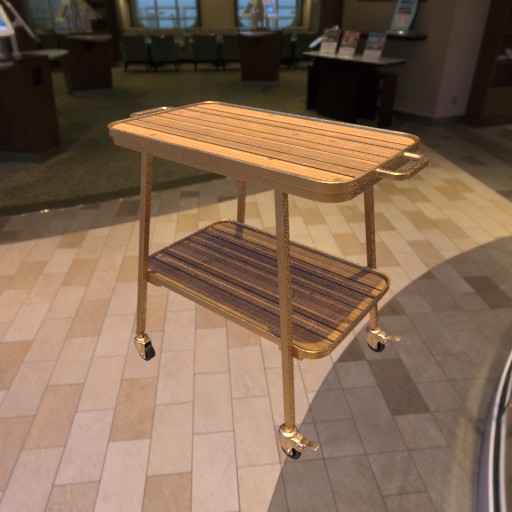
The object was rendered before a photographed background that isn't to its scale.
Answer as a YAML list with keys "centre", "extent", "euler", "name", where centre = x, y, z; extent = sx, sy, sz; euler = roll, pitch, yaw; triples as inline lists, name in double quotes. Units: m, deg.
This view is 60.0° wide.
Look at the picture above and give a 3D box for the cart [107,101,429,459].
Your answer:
- centre: [0.000, 0.000, 1.246]
  extent: [0.806, 0.700, 0.524]
  euler: [21, 36, 32]
  name: "cart"
